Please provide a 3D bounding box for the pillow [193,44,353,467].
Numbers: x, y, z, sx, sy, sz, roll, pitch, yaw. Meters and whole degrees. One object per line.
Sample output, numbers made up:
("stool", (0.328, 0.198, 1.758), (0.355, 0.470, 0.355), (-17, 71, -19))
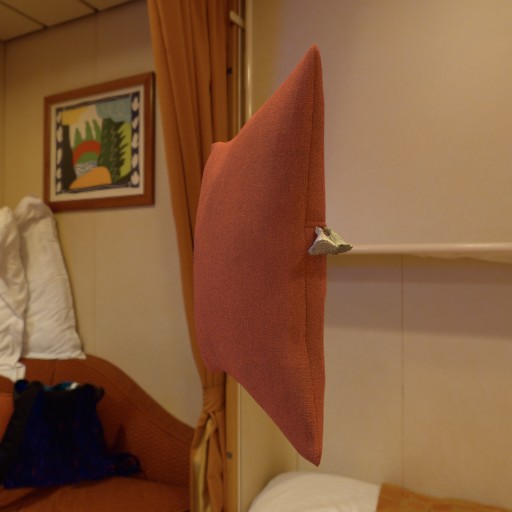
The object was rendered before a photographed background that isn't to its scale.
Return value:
("pillow", (0.000, 0.000, 0.730), (0.165, 0.482, 0.490), (0, -1, -20))
